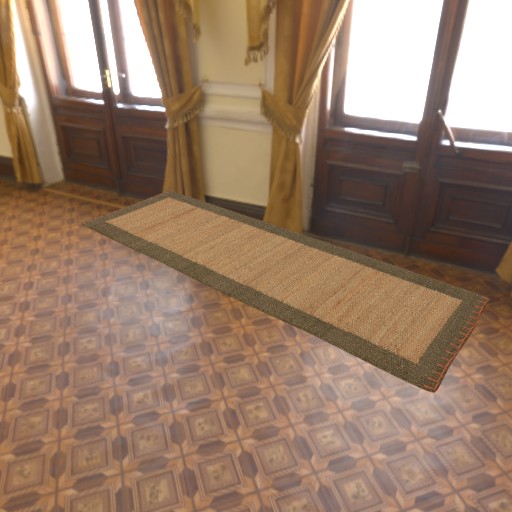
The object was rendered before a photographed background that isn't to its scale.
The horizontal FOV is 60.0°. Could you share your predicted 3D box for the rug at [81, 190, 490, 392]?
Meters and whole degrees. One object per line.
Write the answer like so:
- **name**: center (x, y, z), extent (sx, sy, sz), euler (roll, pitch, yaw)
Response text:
- **rug**: center (0.000, 0.000, 2.628), extent (2.413, 0.016, 0.810), euler (22, 36, 33)
